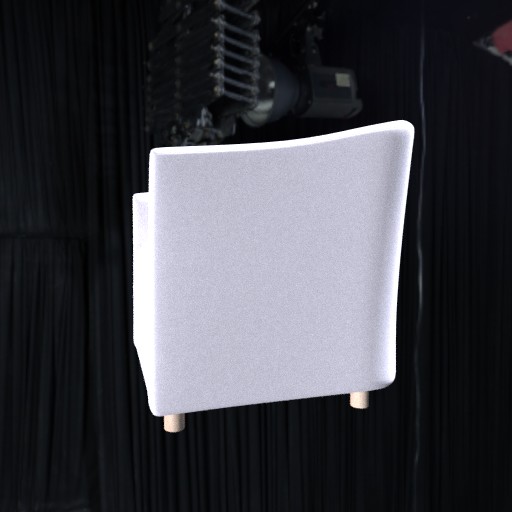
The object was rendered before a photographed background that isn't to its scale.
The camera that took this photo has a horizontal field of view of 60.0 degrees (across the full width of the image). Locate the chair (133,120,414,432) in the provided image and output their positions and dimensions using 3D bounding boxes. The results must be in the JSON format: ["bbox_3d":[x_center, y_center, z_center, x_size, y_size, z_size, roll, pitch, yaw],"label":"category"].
[{"bbox_3d":[0.000,0.000,1.342,0.700,0.720,0.790,0,1,-18],"label":"chair"}]
